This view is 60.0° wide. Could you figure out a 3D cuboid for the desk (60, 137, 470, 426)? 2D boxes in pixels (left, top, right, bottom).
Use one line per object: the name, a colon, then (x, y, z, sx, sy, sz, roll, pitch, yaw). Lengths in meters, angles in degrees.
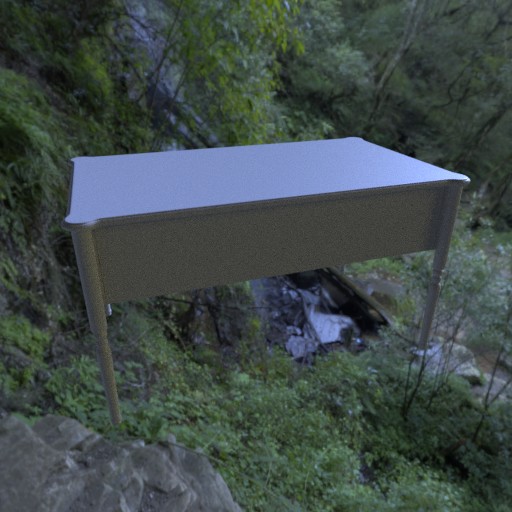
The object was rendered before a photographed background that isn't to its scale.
desk: (0.000, 0.000, 1.870, 1.380, 0.762, 0.807, -9, 27, -17)
